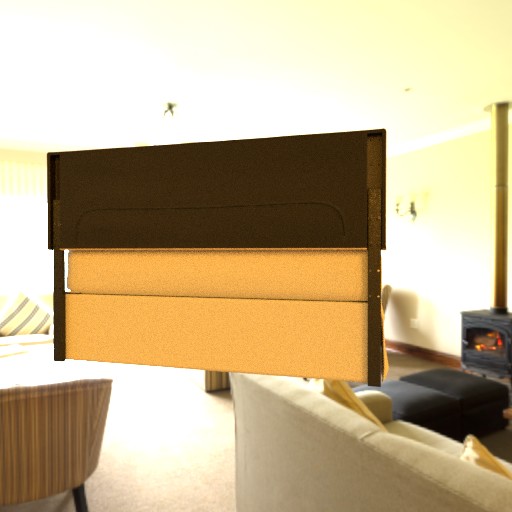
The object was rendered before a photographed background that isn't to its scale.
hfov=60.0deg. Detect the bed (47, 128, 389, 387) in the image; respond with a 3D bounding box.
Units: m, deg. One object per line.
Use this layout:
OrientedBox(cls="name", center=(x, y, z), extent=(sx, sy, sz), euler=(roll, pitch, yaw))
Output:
OrientedBox(cls="bed", center=(0.000, 0.000, 2.833), extent=(1.616, 1.016, 1.876), euler=(0, 1, 15))
